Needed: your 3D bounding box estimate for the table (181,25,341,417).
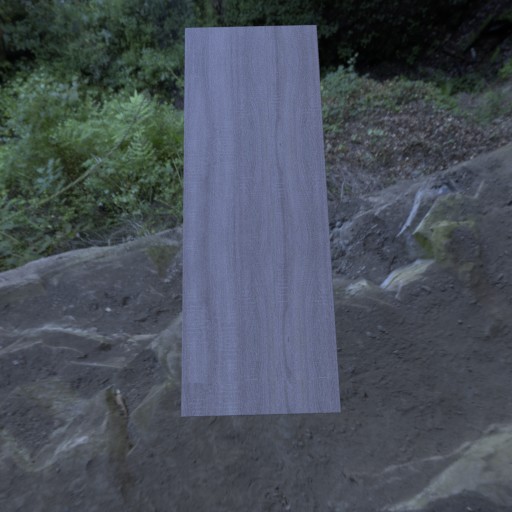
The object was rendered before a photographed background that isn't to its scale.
[{"bbox_3d":[0.000,0.000,1.893,0.398,1.388,1.111,-1,78,0],"label":"table"}]
